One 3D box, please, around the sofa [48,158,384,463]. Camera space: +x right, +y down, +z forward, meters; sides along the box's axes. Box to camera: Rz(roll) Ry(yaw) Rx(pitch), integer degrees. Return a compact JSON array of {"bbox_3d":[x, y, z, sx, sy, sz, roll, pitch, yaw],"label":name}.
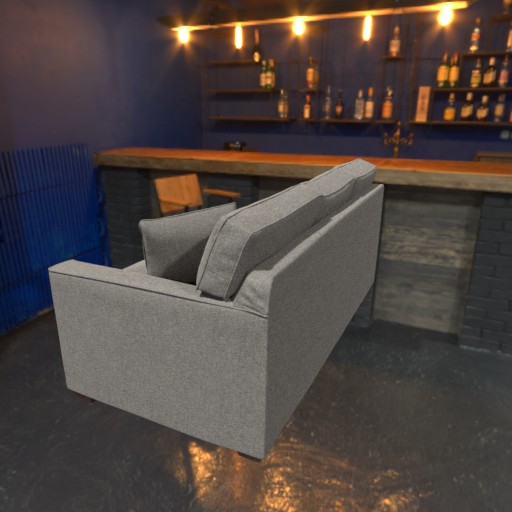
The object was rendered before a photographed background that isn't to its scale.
[{"bbox_3d":[0.000,0.000,2.508,1.034,0.946,1.963,9,20,24],"label":"sofa"}]
